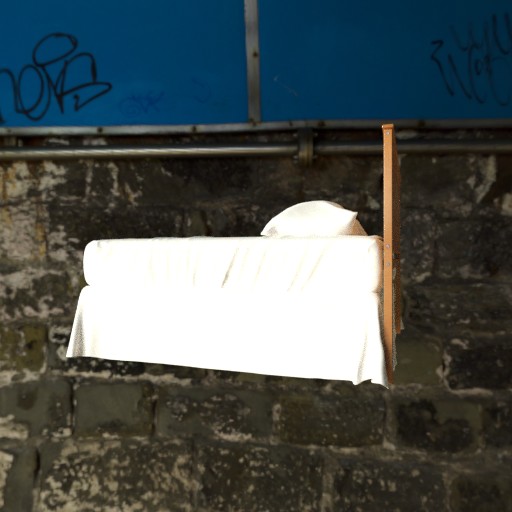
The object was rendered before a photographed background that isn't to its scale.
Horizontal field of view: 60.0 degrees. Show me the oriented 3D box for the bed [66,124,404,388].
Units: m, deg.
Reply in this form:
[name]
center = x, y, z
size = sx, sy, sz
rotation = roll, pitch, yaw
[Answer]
[bed]
center = 0.000, 0.000, 3.253
size = 2.035, 1.273, 1.870
rotation = 0, 0, 19
